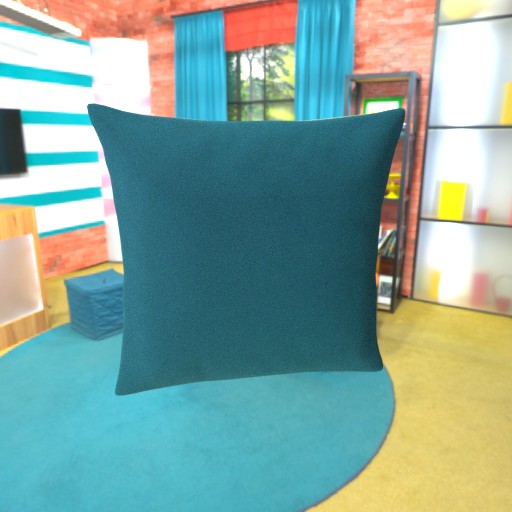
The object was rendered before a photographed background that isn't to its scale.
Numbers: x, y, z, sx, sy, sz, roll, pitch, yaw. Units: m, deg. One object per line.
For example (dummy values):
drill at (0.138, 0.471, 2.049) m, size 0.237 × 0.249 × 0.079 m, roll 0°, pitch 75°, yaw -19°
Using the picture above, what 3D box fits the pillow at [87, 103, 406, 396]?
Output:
pillow at (0.000, 0.000, 0.788) m, size 0.525 × 0.508 × 0.166 m, roll -3°, pitch 15°, yaw -10°
